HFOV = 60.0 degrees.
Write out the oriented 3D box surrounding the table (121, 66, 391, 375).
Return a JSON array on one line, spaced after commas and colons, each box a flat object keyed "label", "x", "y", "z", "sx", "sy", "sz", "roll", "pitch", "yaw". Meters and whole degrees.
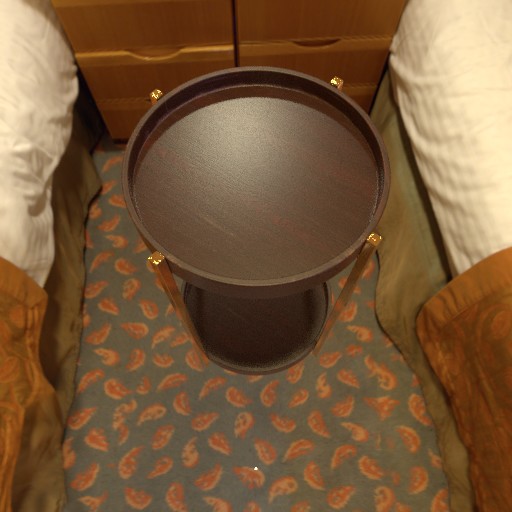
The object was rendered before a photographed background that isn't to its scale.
[{"label": "table", "x": 0.000, "y": 0.000, "z": 0.883, "sx": 0.400, "sy": 0.610, "sz": 0.400, "roll": 37, "pitch": 70, "yaw": 16}]
